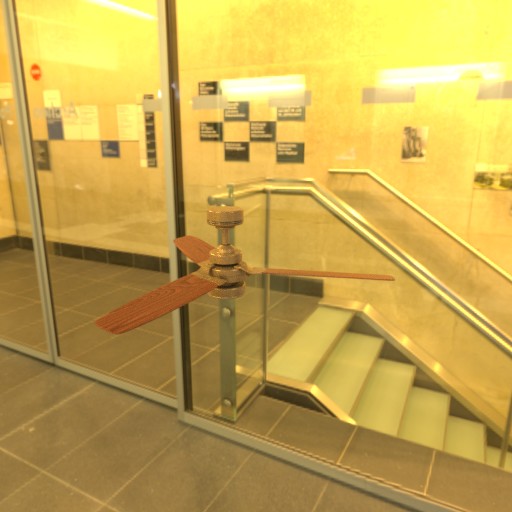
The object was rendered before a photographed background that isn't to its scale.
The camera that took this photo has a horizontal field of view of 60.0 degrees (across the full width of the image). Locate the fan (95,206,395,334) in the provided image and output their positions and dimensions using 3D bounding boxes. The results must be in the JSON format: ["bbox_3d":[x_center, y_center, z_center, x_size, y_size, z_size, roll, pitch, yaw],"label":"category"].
[{"bbox_3d":[0.000,0.000,2.074,1.271,0.425,1.416,2,15,9],"label":"fan"}]
